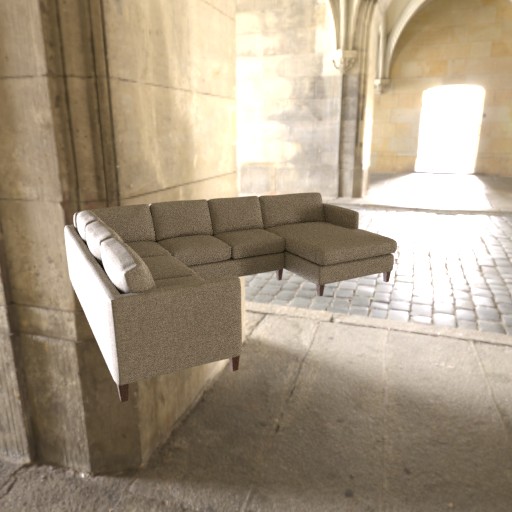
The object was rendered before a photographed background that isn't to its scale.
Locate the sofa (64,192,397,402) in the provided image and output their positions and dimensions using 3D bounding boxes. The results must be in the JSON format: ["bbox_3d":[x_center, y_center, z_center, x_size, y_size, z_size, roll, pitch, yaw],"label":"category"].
[{"bbox_3d":[0.000,0.000,4.652,3.460,0.959,2.593,-8,18,-27],"label":"sofa"}]
